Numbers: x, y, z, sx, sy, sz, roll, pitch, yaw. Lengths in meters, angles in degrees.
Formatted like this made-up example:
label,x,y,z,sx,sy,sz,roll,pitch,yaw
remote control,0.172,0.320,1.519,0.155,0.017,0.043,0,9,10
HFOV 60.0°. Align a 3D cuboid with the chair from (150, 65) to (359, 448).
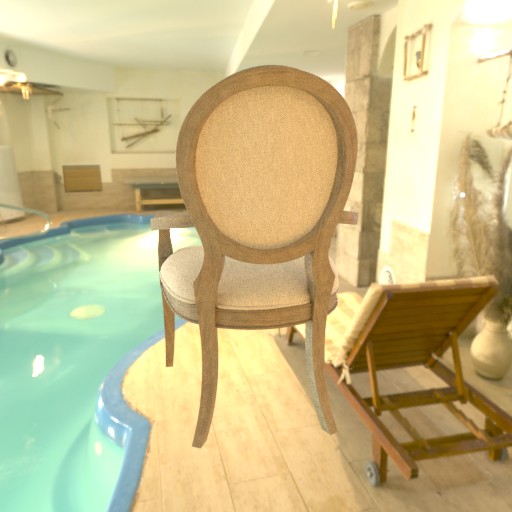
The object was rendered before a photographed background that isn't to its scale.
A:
label,x,y,z,sx,sy,sz,roll,pitch,yaw
chair,0.000,0.000,1.336,0.611,0.991,0.602,-2,15,-9
